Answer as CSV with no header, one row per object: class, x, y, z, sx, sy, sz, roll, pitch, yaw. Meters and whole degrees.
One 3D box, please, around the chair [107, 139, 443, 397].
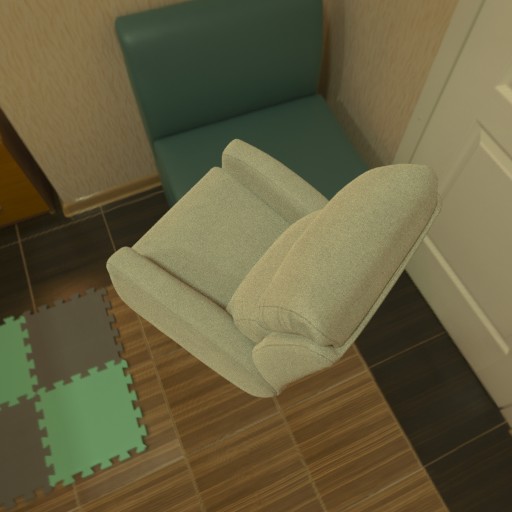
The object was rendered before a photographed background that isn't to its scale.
chair,0.000,0.000,1.656,0.940,1.021,0.794,34,67,17
